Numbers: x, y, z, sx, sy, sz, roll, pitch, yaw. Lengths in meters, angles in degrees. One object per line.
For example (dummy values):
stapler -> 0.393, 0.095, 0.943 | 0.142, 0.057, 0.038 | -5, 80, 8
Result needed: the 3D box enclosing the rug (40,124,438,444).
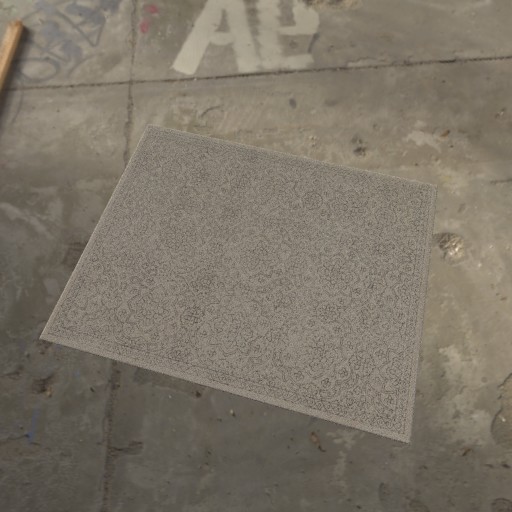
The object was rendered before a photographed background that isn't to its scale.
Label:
rug -> 0.000, 0.000, 4.017 | 3.050, 0.015, 2.441 | 14, 64, 7
